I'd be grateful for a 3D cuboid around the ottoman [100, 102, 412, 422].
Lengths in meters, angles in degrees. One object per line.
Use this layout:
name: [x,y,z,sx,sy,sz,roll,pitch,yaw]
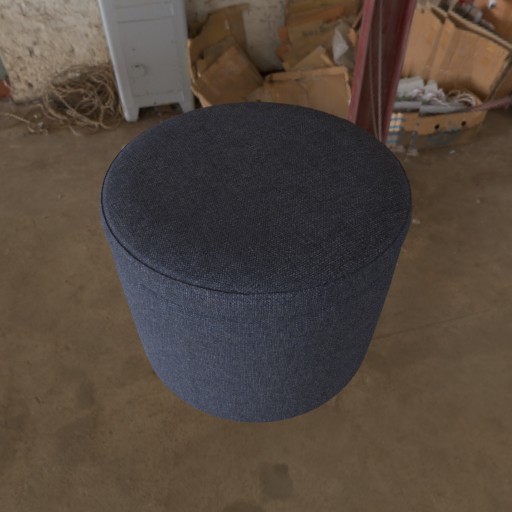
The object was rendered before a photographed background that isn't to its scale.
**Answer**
ottoman: [0.000,0.000,0.883,0.520,0.430,0.520,0,47,0]
